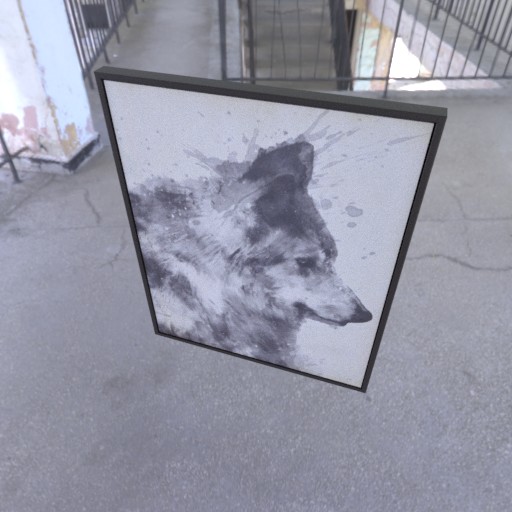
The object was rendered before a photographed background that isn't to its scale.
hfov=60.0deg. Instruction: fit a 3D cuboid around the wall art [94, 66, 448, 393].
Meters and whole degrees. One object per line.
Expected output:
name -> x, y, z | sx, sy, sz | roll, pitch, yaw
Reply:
wall art -> 0.000, 0.000, 0.730 | 0.451, 0.551, 0.028 | 12, 43, 14
